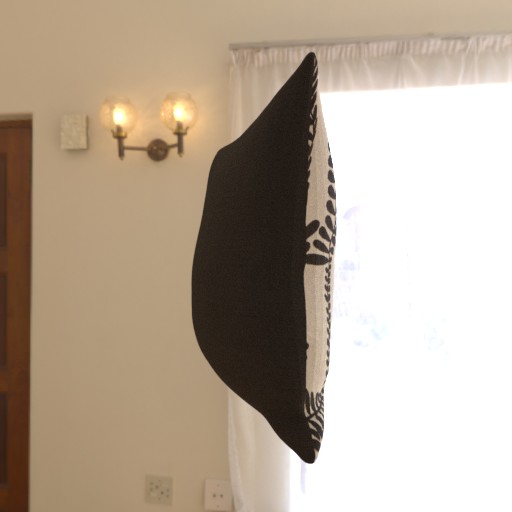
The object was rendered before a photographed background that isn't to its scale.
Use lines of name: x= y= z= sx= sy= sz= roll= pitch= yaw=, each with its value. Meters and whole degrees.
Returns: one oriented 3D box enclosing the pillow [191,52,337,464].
pillow: x=0.000 y=0.000 z=0.673 sx=0.182 sy=0.441 sz=0.440 roll=0 pitch=0 yaw=-18
